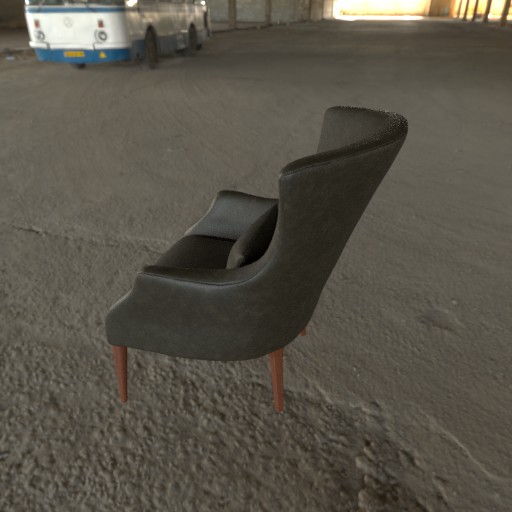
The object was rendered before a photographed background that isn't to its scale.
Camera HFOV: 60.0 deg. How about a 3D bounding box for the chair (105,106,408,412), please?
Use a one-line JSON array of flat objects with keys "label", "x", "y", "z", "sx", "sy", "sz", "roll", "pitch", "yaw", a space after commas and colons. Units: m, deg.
[{"label": "chair", "x": 0.000, "y": 0.000, "z": 1.706, "sx": 0.954, "sy": 1.068, "sz": 0.819, "roll": 8, "pitch": 30, "yaw": 14}]
